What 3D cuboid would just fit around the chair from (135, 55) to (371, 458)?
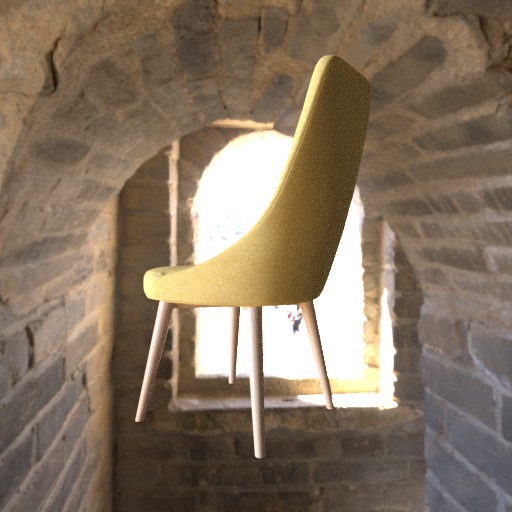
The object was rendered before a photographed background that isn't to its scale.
[{"bbox_3d":[0.000,0.000,1.403,0.660,1.040,0.510,1,2,35],"label":"chair"}]
